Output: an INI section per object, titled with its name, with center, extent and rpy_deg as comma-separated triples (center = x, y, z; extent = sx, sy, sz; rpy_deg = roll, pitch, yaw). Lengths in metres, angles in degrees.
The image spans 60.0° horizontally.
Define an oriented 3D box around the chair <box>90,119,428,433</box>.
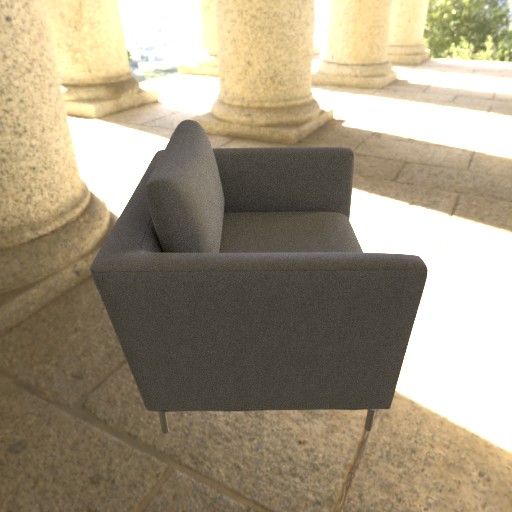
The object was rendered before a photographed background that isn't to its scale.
[chair]
center = 0.000, 0.000, 1.688
extent = 0.889, 0.864, 1.041
rpy_deg = 0, 31, -1
